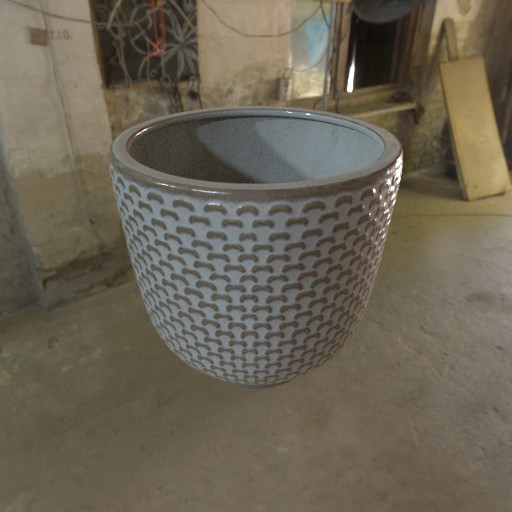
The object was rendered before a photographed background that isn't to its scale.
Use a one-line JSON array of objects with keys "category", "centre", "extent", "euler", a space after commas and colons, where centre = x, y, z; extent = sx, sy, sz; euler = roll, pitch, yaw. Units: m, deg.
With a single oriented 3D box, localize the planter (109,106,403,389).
[{"category": "planter", "centre": [0.000, 0.000, 0.352], "extent": [0.197, 0.191, 0.197], "euler": [0, 31, 0]}]
